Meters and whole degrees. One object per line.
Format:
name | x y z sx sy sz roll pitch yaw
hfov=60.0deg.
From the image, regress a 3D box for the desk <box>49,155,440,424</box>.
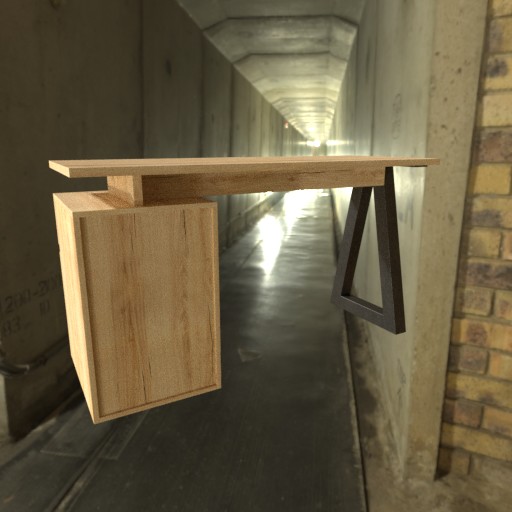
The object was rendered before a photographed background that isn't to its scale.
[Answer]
desk | 0.000 0.000 1.787 1.400 0.760 0.550 -8 16 -28
